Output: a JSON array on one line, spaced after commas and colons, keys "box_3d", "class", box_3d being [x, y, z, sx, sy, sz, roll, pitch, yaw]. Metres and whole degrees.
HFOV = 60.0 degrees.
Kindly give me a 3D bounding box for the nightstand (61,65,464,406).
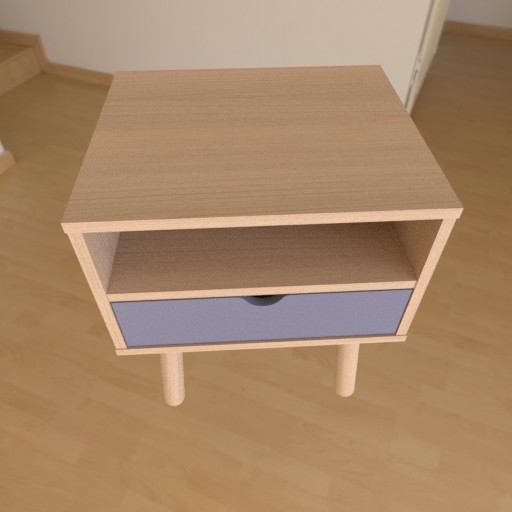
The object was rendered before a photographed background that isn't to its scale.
[{"box_3d": [0.000, 0.000, 0.816, 0.450, 0.530, 0.380, -2, 46, -2], "class": "nightstand"}]
